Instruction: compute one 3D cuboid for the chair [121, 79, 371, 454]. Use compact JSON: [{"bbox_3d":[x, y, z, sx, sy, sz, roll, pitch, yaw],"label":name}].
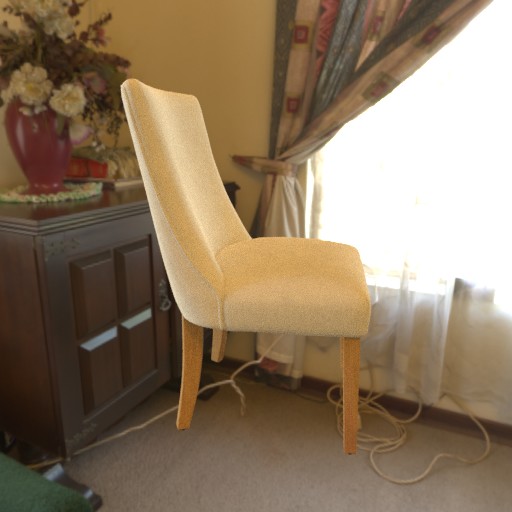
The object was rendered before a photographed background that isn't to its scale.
[{"bbox_3d":[0.000,0.000,1.256,0.610,0.902,0.495,3,16,9],"label":"chair"}]
